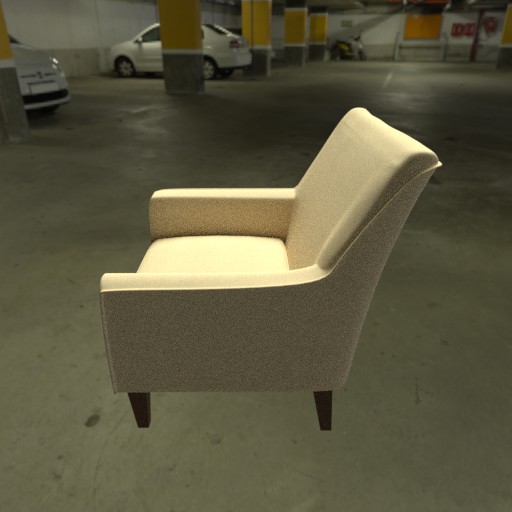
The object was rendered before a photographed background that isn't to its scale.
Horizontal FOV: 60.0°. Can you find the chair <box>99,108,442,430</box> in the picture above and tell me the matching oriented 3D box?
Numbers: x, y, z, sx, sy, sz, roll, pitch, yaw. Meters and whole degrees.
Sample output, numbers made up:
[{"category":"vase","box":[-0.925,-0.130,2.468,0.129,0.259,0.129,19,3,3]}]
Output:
[{"category":"chair","box":[0.000,0.000,1.581,0.899,0.919,0.780,0,26,0]}]
